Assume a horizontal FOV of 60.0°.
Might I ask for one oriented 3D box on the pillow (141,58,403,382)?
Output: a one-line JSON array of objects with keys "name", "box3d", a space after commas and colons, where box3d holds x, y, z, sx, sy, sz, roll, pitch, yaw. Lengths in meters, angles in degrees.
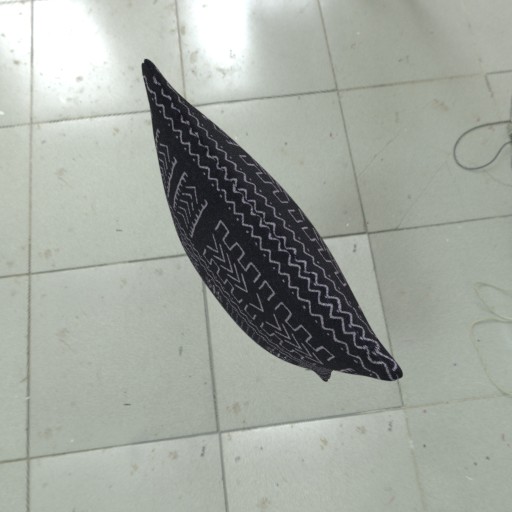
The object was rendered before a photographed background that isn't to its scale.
[{"name": "pillow", "box3d": [0.000, 0.000, 0.649, 0.164, 0.430, 0.438, -36, 77, -9]}]
